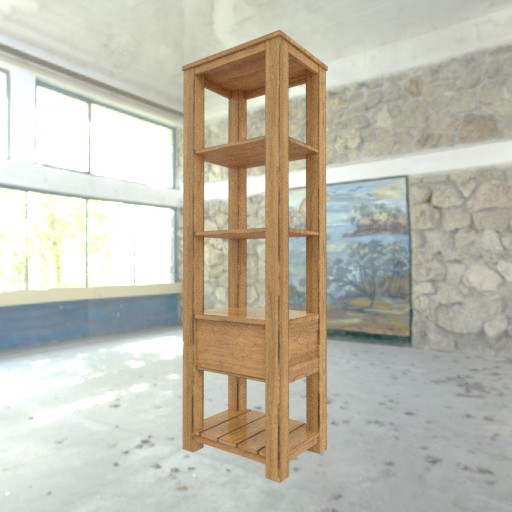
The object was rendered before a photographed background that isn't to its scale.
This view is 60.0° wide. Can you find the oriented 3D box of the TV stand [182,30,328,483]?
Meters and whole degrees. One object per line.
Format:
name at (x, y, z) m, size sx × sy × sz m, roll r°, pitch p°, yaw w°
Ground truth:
TV stand at (0.000, 0.000, 2.120) m, size 0.565 × 1.828 × 0.435 m, roll -1°, pitch -1°, yaw 36°
